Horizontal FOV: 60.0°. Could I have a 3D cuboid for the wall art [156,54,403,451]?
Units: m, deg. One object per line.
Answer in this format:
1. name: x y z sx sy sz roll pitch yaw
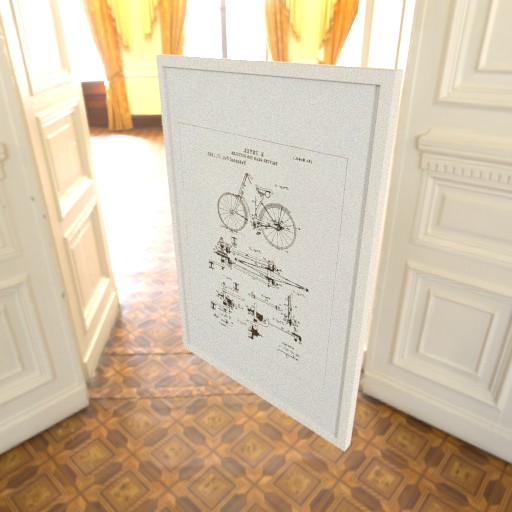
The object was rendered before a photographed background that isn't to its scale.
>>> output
1. wall art: 0.000 0.000 0.590 0.332 0.477 0.015 22 35 36
